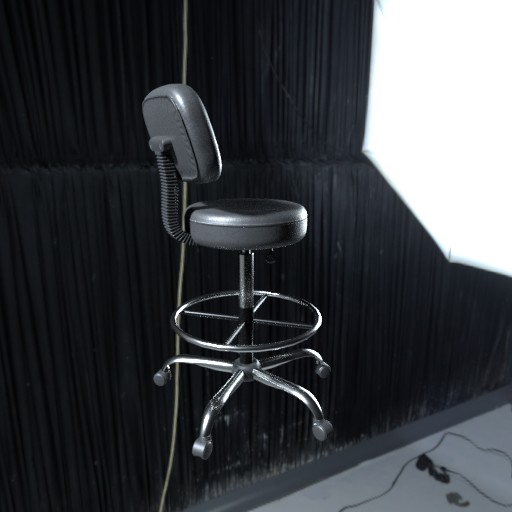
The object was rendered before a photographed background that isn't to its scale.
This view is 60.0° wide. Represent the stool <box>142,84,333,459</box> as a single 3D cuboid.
[{"bbox_3d":[0.000,0.000,1.519,0.658,1.069,0.694,-7,16,-26],"label":"stool"}]
